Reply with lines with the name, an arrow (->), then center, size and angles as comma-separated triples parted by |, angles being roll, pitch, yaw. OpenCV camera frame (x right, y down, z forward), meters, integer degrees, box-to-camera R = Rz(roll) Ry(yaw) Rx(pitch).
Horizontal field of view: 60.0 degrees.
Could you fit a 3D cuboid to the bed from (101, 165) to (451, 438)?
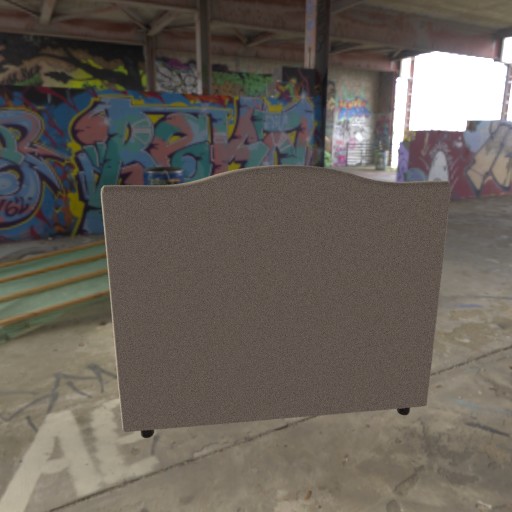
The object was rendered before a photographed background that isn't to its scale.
bed -> 0.000, 0.000, 3.328 | 1.753, 1.460, 2.143 | -2, 15, -8
